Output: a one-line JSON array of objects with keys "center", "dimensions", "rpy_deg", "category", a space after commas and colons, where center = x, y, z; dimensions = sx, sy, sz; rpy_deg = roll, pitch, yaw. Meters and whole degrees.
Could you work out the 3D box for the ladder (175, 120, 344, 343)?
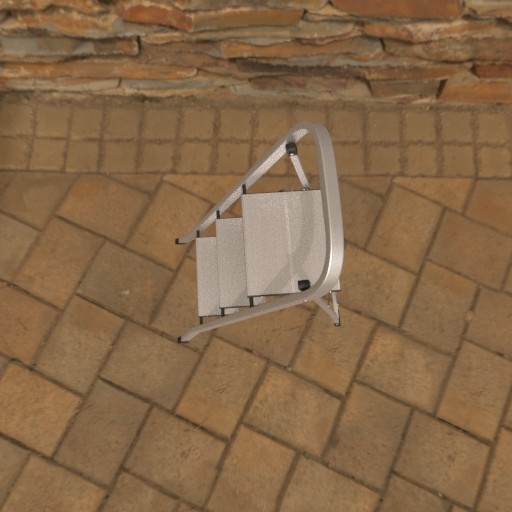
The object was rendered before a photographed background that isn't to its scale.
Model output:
[{"center": [0.000, 0.000, 1.439], "dimensions": [0.704, 1.070, 0.465], "rpy_deg": [-4, 76, -1], "category": "ladder"}]
